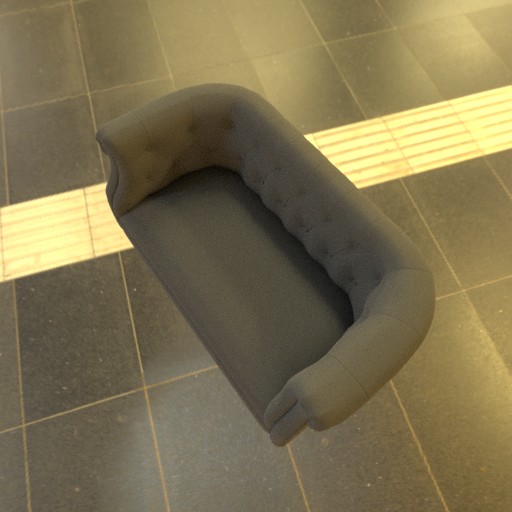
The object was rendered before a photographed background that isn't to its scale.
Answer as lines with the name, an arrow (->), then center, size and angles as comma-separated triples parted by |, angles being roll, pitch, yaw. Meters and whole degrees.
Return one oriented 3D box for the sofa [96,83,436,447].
sofa -> 0.000, 0.000, 2.055 | 0.835, 0.827, 1.558 | -34, 68, -16
